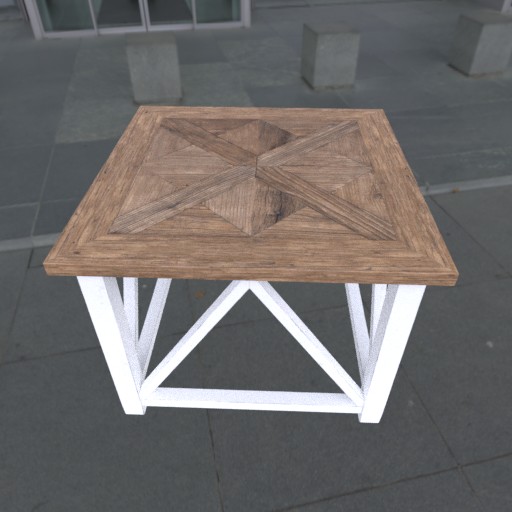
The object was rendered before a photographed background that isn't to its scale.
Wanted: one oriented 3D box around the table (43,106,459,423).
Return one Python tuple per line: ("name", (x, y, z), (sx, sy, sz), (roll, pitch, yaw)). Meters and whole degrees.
("table", (0.000, 0.000, 1.181), (0.700, 0.532, 0.700), (1, 40, 2))
